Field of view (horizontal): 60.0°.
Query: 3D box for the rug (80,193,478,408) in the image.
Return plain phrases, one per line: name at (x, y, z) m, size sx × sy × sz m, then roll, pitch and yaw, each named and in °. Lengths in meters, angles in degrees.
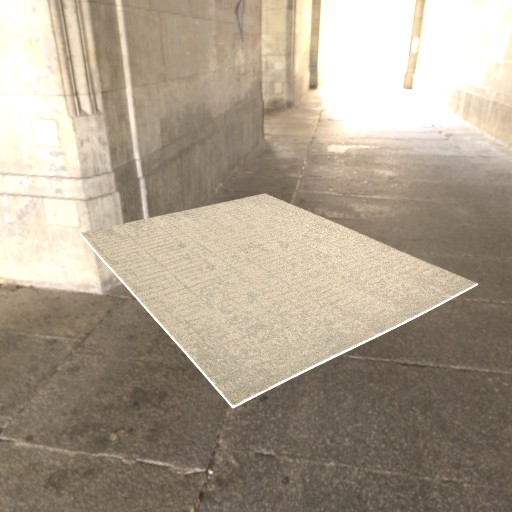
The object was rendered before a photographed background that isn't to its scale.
rug at (0.000, 0.000, 4.206) m, size 2.447 × 0.014 × 3.061 m, roll -17°, pitch 30°, yaw -31°
